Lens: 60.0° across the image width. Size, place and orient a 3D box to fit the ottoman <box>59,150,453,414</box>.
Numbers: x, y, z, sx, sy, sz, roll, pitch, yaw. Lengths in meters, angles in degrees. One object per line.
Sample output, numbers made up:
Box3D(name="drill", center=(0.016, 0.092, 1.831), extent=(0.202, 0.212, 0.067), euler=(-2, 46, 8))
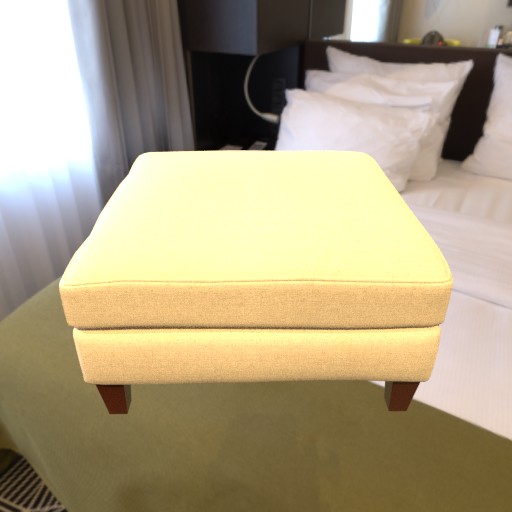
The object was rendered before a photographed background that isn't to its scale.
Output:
Box3D(name="ottoman", center=(0.000, 0.000, 1.335), extent=(0.838, 0.478, 0.838), euler=(0, 31, -1))
